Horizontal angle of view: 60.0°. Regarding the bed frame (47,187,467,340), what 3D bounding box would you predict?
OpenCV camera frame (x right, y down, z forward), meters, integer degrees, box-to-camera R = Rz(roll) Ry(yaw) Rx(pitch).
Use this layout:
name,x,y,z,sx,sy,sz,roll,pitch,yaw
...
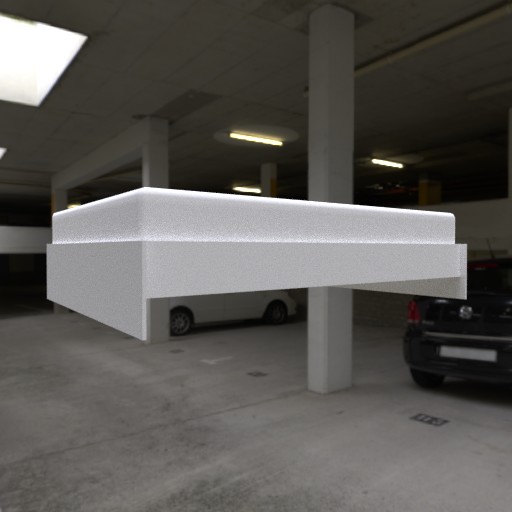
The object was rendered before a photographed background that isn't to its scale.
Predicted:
name,x,y,z,sx,sy,sz,roll,pitch,yaw
bed frame,0.000,0.000,2.557,1.945,0.497,1.445,-1,1,-36
